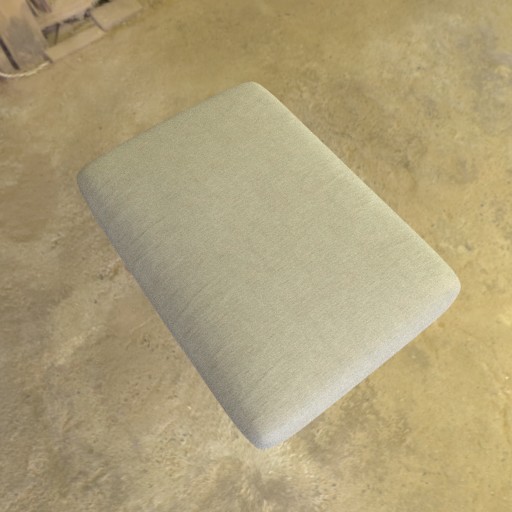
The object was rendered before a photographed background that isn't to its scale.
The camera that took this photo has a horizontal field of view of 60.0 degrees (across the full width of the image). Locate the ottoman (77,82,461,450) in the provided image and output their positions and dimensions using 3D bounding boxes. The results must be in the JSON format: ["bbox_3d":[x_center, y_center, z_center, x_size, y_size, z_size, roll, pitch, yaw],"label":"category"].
[{"bbox_3d":[0.000,0.000,1.054,0.528,0.404,0.735,-33,68,-16],"label":"ottoman"}]
